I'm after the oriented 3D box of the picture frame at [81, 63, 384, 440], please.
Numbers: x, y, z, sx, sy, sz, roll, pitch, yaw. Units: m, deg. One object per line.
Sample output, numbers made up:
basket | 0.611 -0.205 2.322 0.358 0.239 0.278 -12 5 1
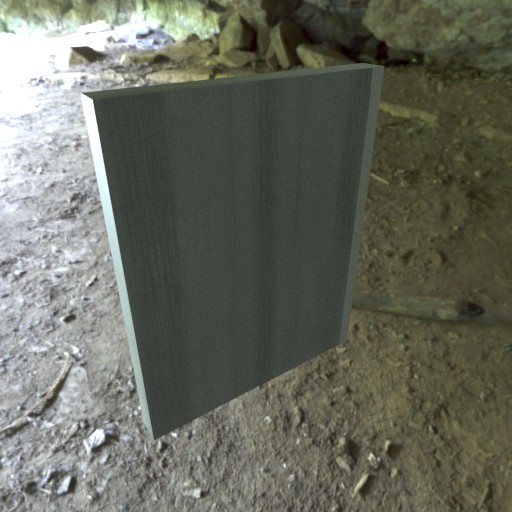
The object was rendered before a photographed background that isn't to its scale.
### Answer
picture frame | 0.000 0.000 0.735 0.449 0.555 0.046 -19 36 -29
